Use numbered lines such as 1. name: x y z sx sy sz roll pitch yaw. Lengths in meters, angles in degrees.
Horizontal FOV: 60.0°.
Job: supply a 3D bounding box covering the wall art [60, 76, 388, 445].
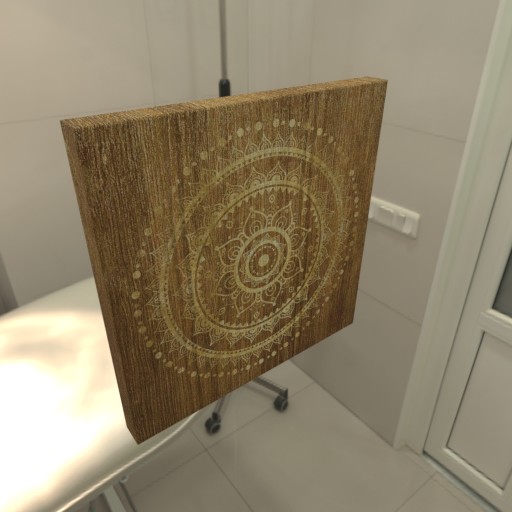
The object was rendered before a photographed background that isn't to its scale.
1. wall art: 0.000 0.000 0.583 0.406 0.403 0.039 -21 36 -32
